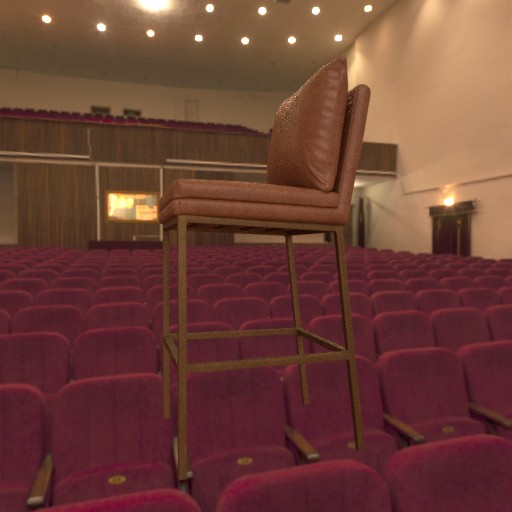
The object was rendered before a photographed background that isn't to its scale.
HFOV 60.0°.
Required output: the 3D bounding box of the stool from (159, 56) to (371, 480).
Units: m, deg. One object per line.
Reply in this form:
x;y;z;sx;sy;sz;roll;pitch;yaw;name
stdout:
0.000;0.000;1.400;0.571;1.124;0.463;0;1;-17;stool
